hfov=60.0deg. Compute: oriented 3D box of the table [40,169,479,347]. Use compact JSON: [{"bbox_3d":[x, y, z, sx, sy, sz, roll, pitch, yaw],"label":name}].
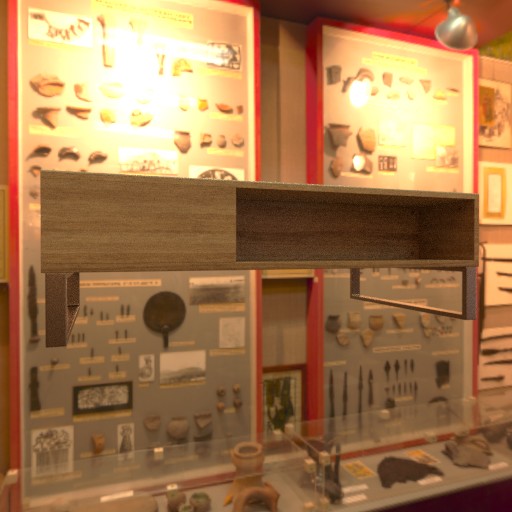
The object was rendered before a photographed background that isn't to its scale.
[{"bbox_3d":[0.000,0.000,1.330,1.100,0.350,0.600,0,1,-19],"label":"table"}]
